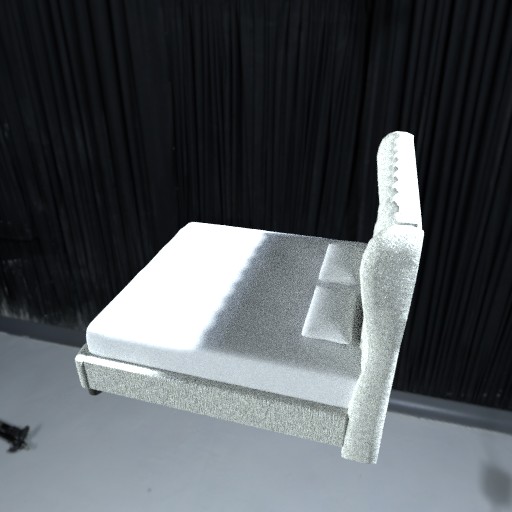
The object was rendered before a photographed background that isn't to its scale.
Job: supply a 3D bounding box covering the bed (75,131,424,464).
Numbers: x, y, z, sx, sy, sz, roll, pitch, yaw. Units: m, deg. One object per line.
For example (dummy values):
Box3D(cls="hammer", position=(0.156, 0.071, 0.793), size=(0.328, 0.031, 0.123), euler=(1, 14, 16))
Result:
Box3D(cls="bed", position=(0.000, 0.000, 3.780), size=(2.347, 1.771, 2.219), euler=(8, 30, 14))
